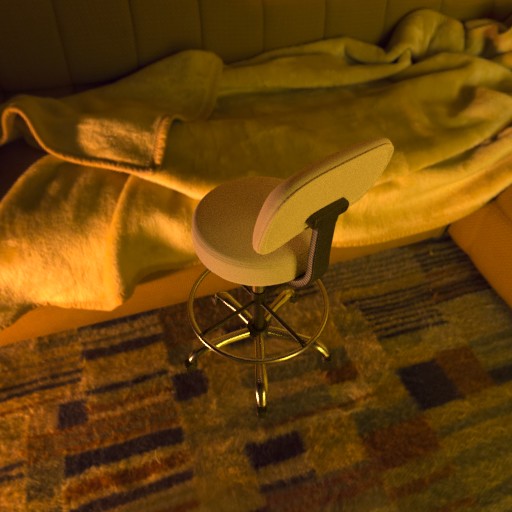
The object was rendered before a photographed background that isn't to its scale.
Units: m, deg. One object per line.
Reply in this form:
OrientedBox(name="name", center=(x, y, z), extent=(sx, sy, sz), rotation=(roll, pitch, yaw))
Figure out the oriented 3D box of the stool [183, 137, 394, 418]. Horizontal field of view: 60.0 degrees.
OrientedBox(name="stool", center=(0.000, 0.000, 1.483), extent=(0.609, 1.080, 0.616), rotation=(-30, 53, -25))
